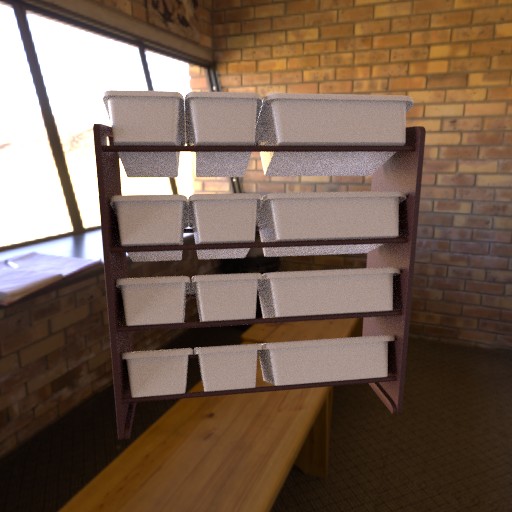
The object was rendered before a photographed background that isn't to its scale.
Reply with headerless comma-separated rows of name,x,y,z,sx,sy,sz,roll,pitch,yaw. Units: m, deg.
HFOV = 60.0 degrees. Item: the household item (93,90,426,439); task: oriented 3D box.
household item,0.000,0.000,1.295,0.787,0.864,0.389,-2,14,-9
